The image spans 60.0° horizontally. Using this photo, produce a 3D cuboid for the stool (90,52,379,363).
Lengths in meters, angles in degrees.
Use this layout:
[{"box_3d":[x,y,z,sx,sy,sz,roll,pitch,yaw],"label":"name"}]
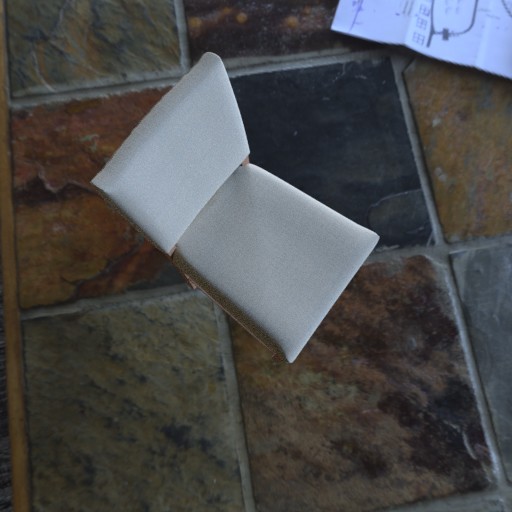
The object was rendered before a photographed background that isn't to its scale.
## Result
[{"box_3d":[0.000,0.000,1.396,0.546,1.143,0.428,36,79,8],"label":"stool"}]
